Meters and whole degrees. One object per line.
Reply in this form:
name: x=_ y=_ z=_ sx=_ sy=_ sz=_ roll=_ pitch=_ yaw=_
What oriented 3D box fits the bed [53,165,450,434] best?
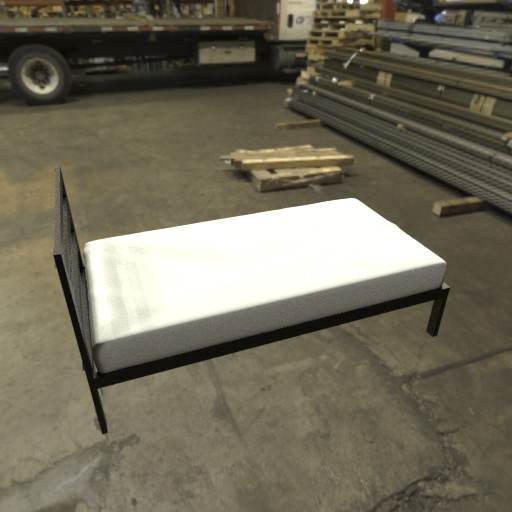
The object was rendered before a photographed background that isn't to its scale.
bed: x=0.000 y=0.000 z=2.494 sx=1.930 sy=0.967 sz=0.991 roll=-11 pitch=33 yaw=-18
